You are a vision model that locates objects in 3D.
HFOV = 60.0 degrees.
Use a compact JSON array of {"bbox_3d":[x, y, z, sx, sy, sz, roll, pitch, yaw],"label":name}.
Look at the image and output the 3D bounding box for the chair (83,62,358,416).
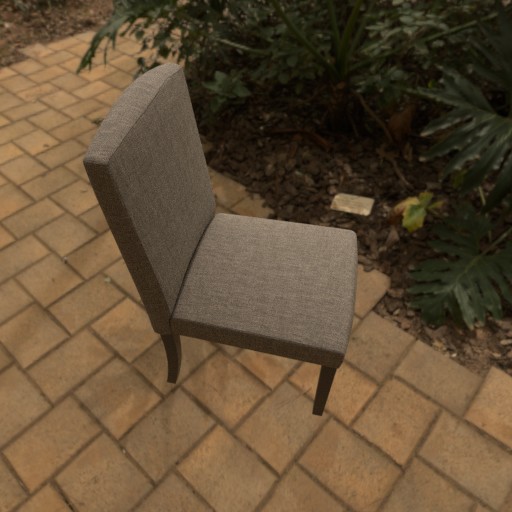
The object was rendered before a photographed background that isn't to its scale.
[{"bbox_3d":[0.000,0.000,1.238,0.580,0.917,0.451,9,47,9],"label":"chair"}]
